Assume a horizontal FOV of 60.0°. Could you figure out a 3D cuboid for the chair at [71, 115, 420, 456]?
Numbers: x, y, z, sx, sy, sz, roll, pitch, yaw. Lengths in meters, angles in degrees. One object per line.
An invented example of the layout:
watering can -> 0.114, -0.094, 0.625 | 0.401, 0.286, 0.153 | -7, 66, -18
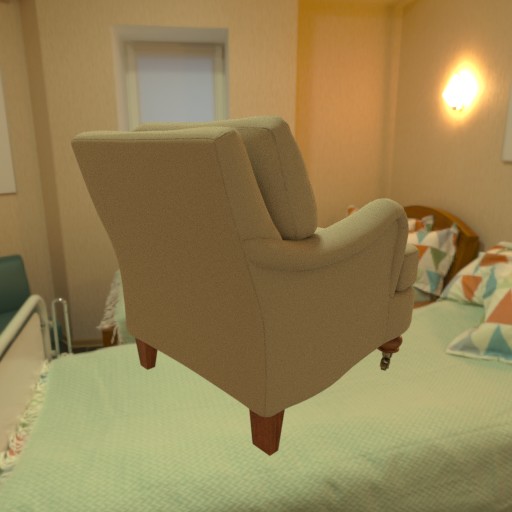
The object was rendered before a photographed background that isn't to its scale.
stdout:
chair -> 0.000, 0.000, 1.789 | 1.070, 1.038, 0.955 | -13, 20, -42
